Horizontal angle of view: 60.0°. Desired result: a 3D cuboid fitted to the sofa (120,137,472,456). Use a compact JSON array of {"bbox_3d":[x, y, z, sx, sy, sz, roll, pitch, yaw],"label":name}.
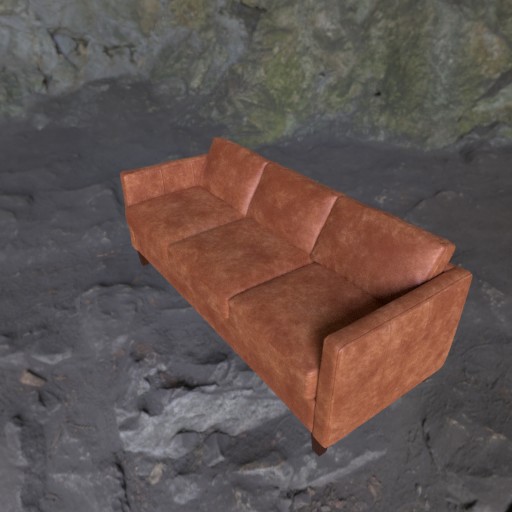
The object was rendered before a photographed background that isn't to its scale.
[{"bbox_3d":[0.000,0.000,3.035,1.045,1.006,2.464,-21,37,-30],"label":"sofa"}]
